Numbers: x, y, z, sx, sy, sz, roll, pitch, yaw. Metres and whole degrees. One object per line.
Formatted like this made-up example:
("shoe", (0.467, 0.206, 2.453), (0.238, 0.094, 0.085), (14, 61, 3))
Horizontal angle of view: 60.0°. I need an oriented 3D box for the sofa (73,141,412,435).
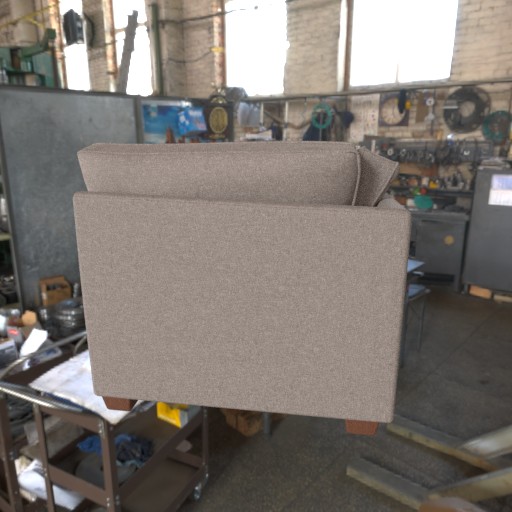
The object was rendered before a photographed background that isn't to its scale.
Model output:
("sofa", (0.000, 0.000, 1.879), (1.042, 0.951, 1.050), (2, 15, 8))
